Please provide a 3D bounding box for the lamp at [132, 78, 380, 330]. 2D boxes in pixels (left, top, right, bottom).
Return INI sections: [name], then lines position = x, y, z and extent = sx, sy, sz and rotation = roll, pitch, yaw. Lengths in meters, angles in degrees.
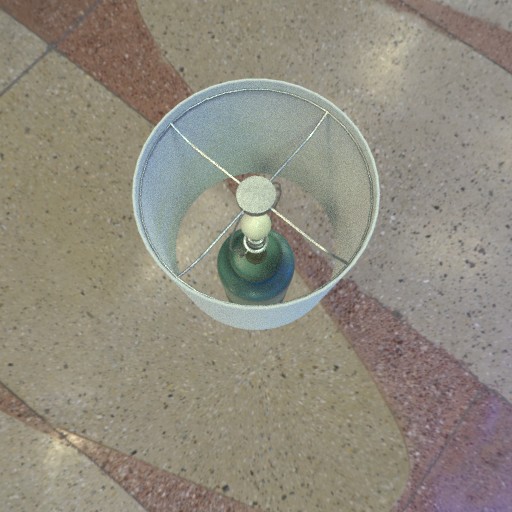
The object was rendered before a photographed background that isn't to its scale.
[lamp]
position = 0.000, 0.000, 0.618
extent = 0.212, 0.493, 0.212
rotation = 39, 79, 9
